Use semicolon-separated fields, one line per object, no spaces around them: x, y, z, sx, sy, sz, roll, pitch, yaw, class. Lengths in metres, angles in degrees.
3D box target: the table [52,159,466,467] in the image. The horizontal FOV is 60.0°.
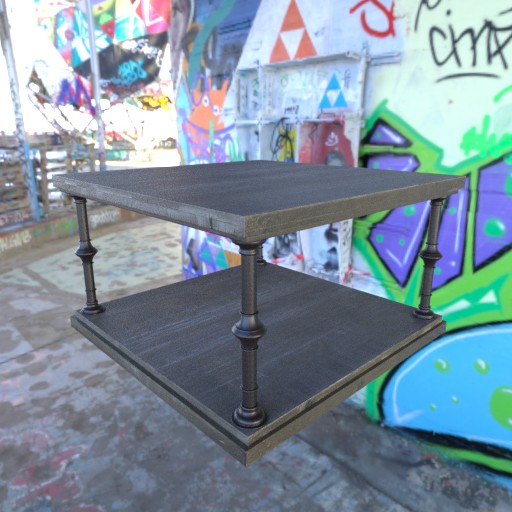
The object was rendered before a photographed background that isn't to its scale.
0.000;0.000;1.109;0.696;0.400;0.696;-15;22;-41;table
